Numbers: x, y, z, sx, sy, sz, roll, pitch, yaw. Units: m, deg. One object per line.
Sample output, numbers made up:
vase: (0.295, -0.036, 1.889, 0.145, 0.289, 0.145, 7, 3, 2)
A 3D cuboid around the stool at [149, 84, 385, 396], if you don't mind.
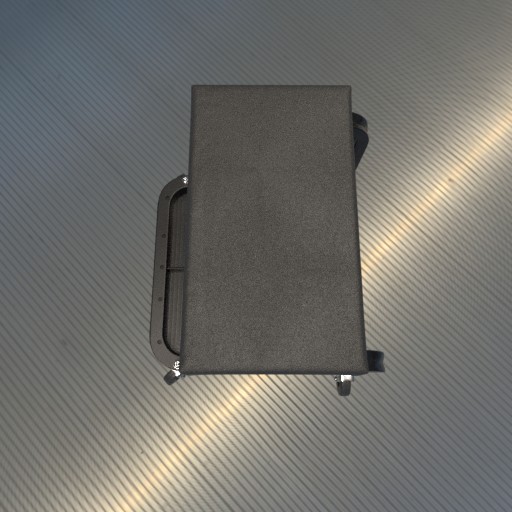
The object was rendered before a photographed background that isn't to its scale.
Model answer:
stool: (0.000, 0.000, 0.715, 0.371, 0.380, 0.446, 0, 75, 0)
